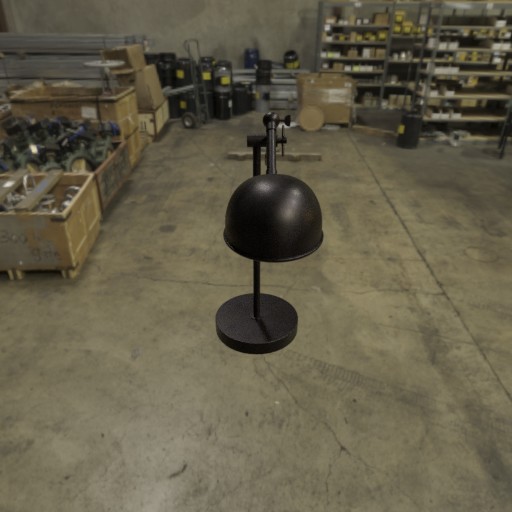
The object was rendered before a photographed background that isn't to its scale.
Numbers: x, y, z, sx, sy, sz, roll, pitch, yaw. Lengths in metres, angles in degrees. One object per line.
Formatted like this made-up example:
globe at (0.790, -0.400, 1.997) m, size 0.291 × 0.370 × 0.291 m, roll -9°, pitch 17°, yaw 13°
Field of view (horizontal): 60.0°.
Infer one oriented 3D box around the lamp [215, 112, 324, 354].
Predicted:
lamp at (0.000, 0.000, 0.793) m, size 0.185 × 0.495 × 0.567 m, roll 0°, pitch 30°, yaw 1°
